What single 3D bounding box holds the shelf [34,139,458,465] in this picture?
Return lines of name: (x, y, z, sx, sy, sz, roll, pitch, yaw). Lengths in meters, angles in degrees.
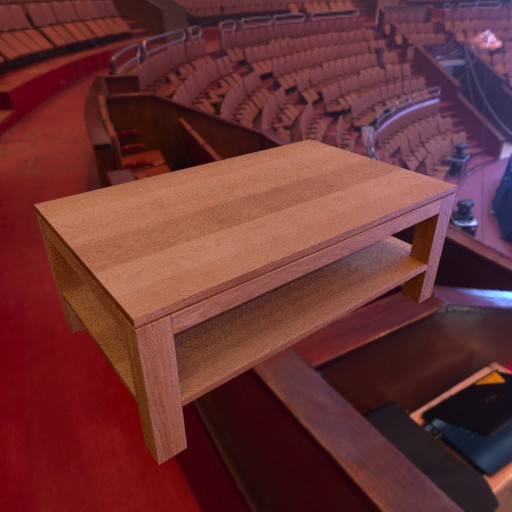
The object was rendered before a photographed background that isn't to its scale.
shelf: (0.000, 0.000, 1.514, 1.150, 0.450, 0.700, -22, 37, -32)
